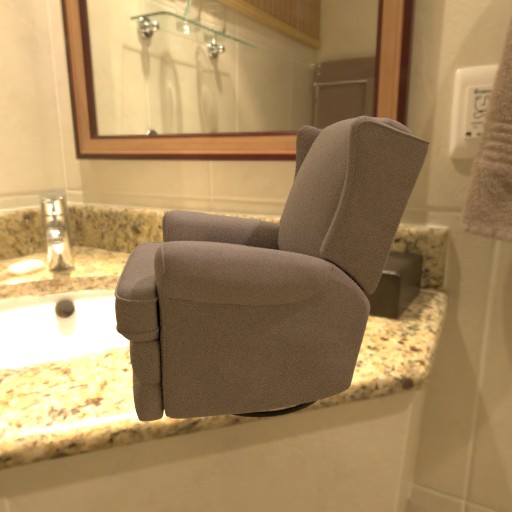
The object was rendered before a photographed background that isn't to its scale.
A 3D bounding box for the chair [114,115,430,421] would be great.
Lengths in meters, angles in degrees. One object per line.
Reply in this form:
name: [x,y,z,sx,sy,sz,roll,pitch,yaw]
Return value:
chair: [0.000,0.000,1.682,0.969,1.011,0.847,-2,14,-9]
